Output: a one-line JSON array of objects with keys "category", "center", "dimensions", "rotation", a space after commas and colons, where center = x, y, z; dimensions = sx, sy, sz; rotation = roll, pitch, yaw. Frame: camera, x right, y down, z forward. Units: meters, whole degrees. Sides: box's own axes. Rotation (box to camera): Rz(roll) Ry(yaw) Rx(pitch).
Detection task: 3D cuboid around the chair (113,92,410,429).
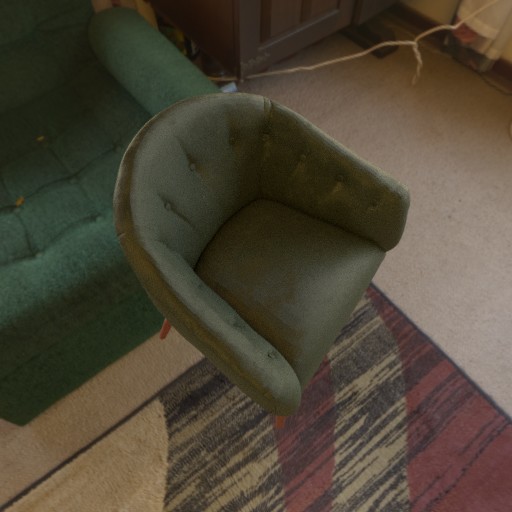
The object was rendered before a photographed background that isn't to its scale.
[{"category": "chair", "center": [0.000, 0.000, 1.544], "dimensions": [0.776, 0.885, 0.851], "rotation": [30, 63, 17]}]
